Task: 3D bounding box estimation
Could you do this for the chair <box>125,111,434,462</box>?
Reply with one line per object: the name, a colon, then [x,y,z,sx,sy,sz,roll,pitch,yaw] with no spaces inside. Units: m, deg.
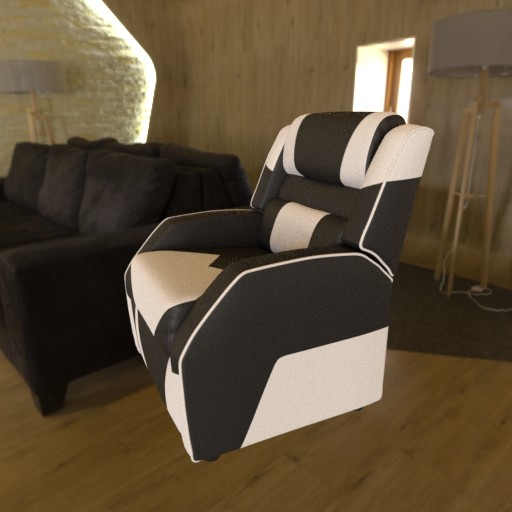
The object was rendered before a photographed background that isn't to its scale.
chair: [0.000,0.000,1.291,0.672,0.805,0.620,-8,19,-25]
